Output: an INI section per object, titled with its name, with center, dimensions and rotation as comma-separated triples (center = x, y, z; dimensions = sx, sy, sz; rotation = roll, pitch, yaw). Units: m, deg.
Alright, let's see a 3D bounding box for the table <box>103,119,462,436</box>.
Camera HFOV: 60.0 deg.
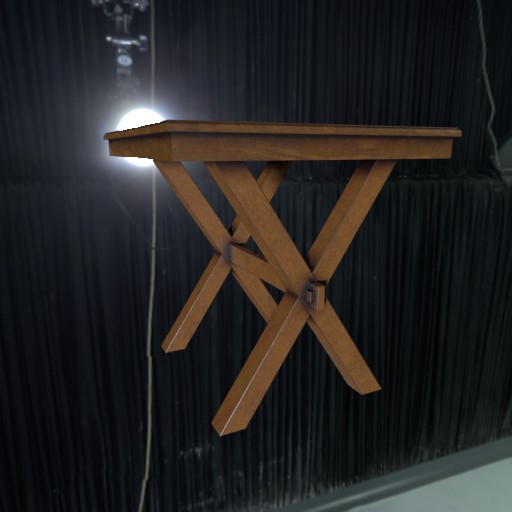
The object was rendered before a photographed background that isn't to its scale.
[table]
center = 0.000, 0.000, 1.035
dimensions = 0.560, 0.562, 0.602
rotation = -7, 15, -25
